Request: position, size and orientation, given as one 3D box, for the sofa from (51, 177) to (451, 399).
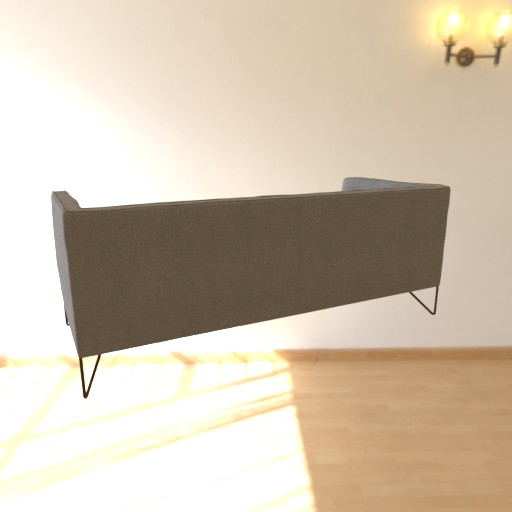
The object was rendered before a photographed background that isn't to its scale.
[{"bbox_3d":[0.000,0.000,2.560,2.079,0.798,0.912,-7,16,-26],"label":"sofa"}]
